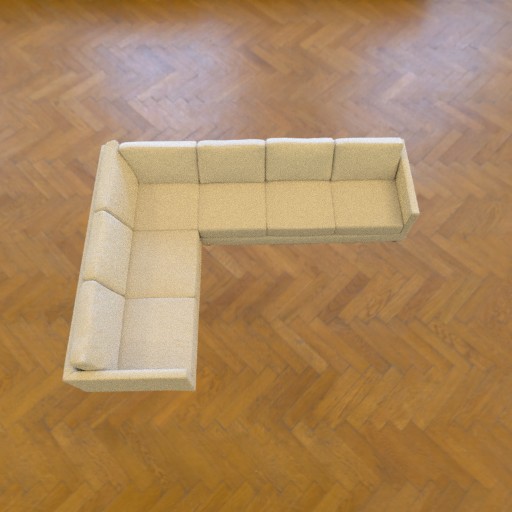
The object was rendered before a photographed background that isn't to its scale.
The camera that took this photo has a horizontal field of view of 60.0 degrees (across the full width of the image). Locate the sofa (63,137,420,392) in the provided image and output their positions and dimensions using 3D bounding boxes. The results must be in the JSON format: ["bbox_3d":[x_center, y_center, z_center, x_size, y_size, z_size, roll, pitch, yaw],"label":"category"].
[{"bbox_3d":[0.000,0.000,4.322,3.182,0.863,2.432,-1,64,-1],"label":"sofa"}]
